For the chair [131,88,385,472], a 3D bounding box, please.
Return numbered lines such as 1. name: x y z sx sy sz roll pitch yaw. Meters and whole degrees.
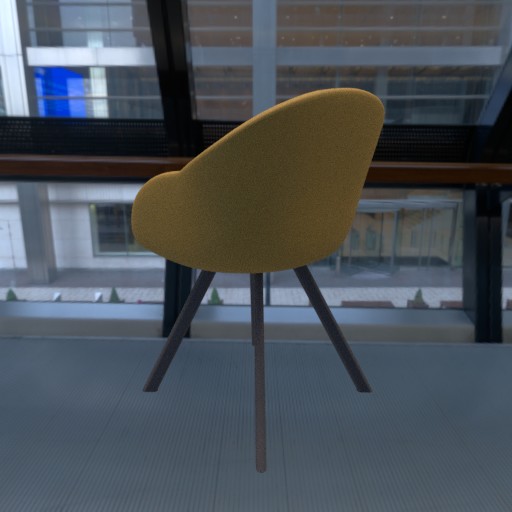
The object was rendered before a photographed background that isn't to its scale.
1. chair: 0.000 0.000 1.180 0.583 0.793 0.551 13 19 43
